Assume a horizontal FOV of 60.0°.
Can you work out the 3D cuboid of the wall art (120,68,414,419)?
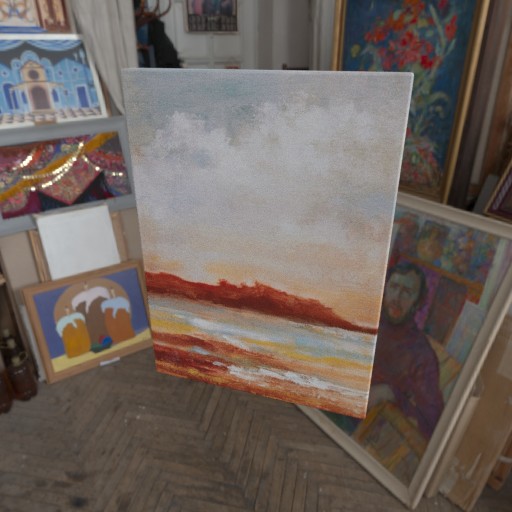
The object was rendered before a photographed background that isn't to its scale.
[{"bbox_3d":[0.000,0.000,0.782,0.443,0.605,0.035,8,27,16],"label":"wall art"}]
